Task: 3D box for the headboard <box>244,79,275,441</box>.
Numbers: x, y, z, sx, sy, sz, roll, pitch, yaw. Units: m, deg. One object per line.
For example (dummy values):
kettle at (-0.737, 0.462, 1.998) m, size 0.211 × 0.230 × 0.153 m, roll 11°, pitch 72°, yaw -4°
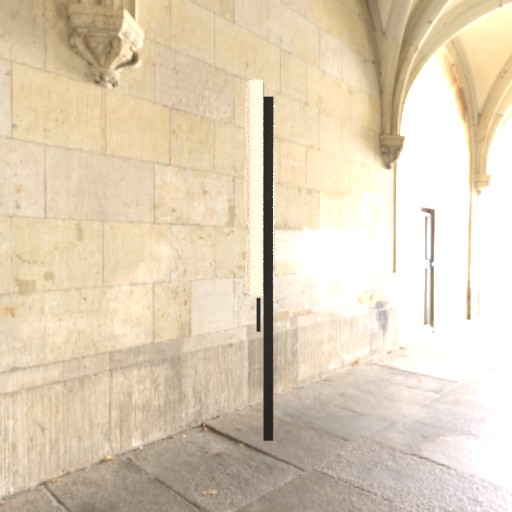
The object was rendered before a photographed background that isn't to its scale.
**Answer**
headboard at (0.000, 0.000, 2.882) m, size 0.120 × 1.410 × 2.362 m, roll 0°, pitch 1°, yaw -1°
